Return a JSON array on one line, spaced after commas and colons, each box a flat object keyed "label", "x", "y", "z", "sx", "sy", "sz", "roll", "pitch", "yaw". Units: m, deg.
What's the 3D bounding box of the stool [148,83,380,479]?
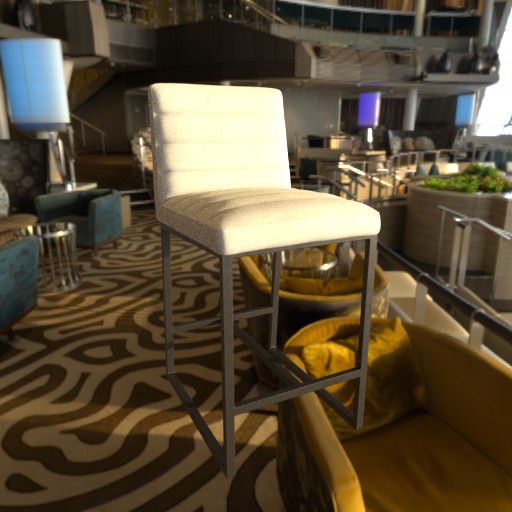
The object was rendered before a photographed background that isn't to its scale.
[{"label": "stool", "x": 0.000, "y": 0.000, "z": 1.293, "sx": 0.459, "sy": 0.971, "sz": 0.567, "roll": -8, "pitch": 18, "yaw": -26}]
